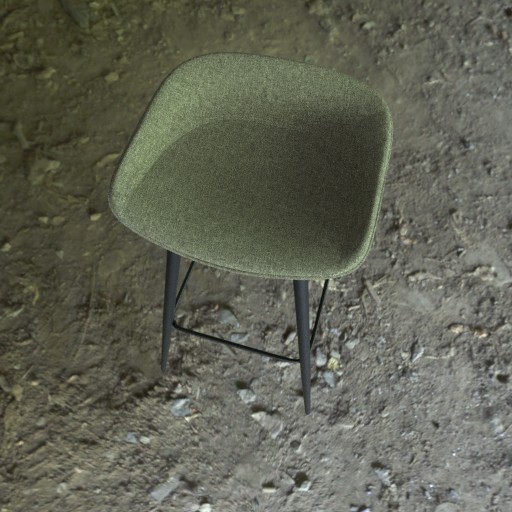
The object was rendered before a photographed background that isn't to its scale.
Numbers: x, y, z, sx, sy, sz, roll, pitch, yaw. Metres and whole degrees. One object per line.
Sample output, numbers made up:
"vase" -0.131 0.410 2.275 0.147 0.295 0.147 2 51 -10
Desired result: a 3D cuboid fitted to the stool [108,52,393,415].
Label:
"stool" 0.000 0.000 1.090 0.469 0.814 0.480 14 60 8
